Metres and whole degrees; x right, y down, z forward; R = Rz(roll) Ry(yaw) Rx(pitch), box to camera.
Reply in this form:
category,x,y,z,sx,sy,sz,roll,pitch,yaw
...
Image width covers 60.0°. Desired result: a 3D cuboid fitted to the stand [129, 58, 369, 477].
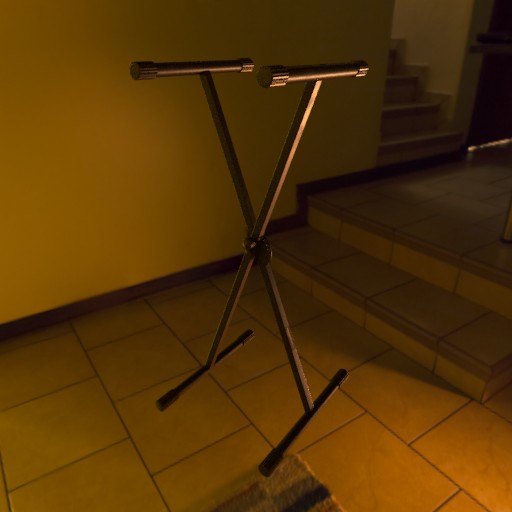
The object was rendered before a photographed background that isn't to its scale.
category,x,y,z,sx,sy,sz,roll,pitch,yaw
stand,0.000,0.000,1.166,0.409,0.940,0.449,17,30,32
